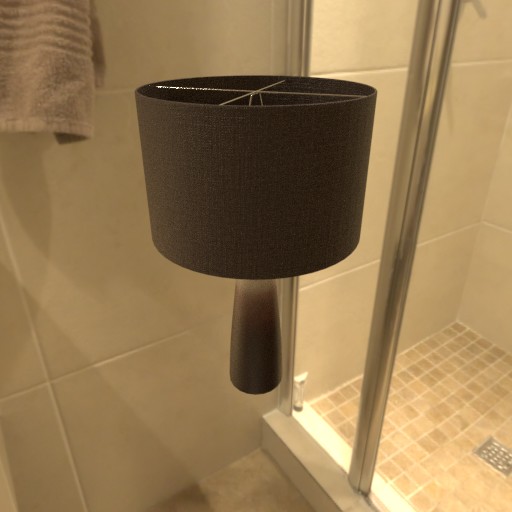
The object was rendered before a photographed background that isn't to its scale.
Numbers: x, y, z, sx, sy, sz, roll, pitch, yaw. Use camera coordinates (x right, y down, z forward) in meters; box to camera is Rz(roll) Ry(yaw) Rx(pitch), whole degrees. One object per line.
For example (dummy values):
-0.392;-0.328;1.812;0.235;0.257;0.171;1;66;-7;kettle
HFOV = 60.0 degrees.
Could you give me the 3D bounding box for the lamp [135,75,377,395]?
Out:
0.000;0.000;0.681;0.303;0.488;0.303;0;28;0;lamp
